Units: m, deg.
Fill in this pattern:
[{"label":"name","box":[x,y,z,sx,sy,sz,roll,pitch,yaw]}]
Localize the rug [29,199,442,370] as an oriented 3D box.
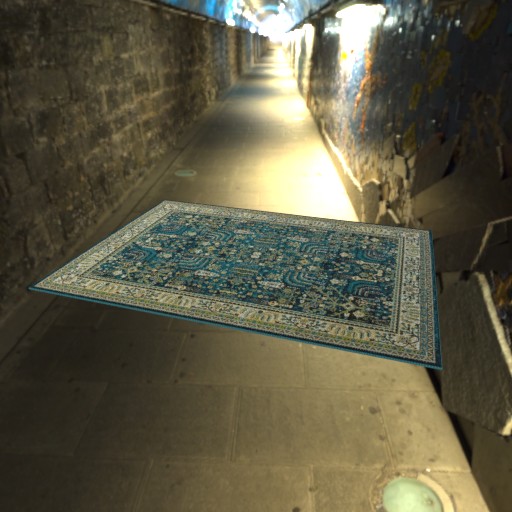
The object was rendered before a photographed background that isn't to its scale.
[{"label":"rug","box":[0.000,0.000,2.903,2.213,0.013,1.594,8,28,16]}]
